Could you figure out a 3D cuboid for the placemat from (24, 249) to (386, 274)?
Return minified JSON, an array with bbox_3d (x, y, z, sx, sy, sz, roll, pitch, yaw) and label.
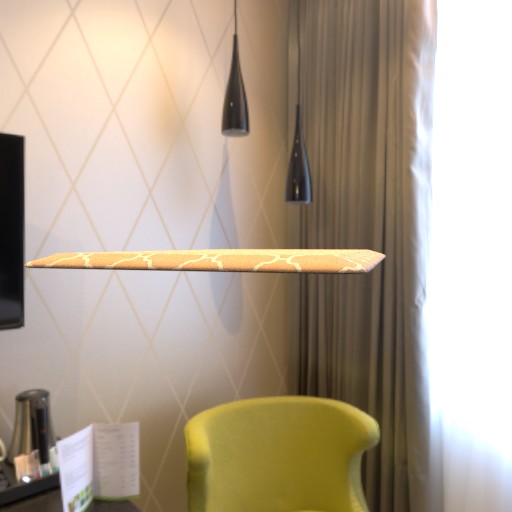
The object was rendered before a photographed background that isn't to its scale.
[{"bbox_3d":[0.000,0.000,0.936,0.508,0.021,0.762,0,1,18],"label":"placemat"}]
